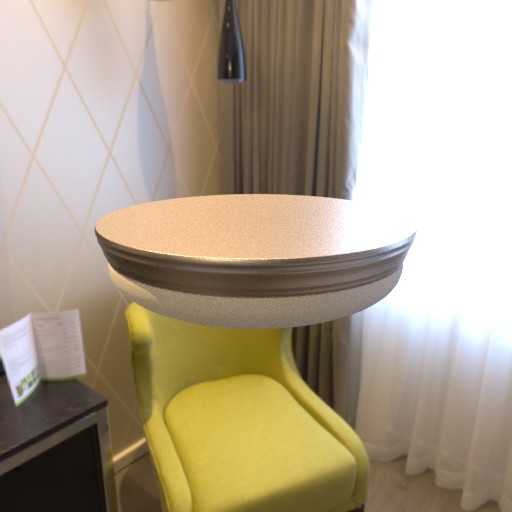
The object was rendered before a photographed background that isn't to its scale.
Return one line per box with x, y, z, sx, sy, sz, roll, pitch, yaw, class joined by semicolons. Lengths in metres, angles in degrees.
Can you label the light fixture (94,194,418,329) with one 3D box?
0.000;0.000;0.547;0.368;0.100;0.368;0;16;0;light fixture
